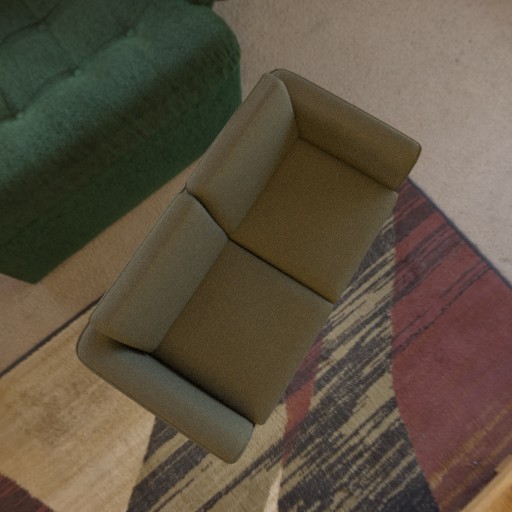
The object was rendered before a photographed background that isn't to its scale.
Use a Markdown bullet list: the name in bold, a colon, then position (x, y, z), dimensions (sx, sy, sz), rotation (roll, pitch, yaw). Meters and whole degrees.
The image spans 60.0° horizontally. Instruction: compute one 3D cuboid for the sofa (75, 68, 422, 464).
- **sofa**: position (0.000, 0.000, 2.185), dimensions (0.920, 0.850, 1.700), rotation (32, 79, 7)
